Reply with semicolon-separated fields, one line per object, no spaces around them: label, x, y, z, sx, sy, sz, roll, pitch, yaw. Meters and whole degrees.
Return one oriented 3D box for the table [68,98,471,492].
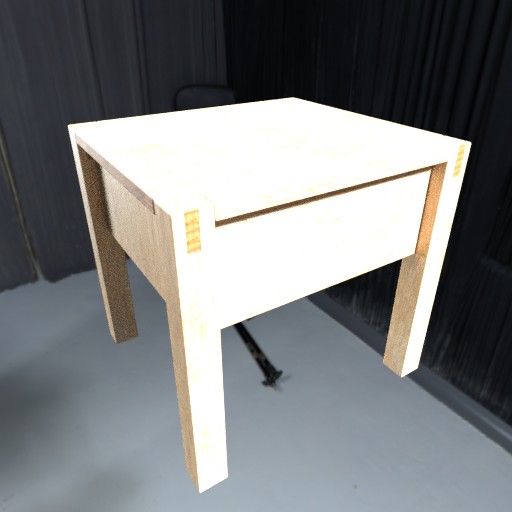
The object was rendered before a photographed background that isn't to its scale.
table;0.000;0.000;0.816;0.480;0.450;0.440;-18;34;-28
